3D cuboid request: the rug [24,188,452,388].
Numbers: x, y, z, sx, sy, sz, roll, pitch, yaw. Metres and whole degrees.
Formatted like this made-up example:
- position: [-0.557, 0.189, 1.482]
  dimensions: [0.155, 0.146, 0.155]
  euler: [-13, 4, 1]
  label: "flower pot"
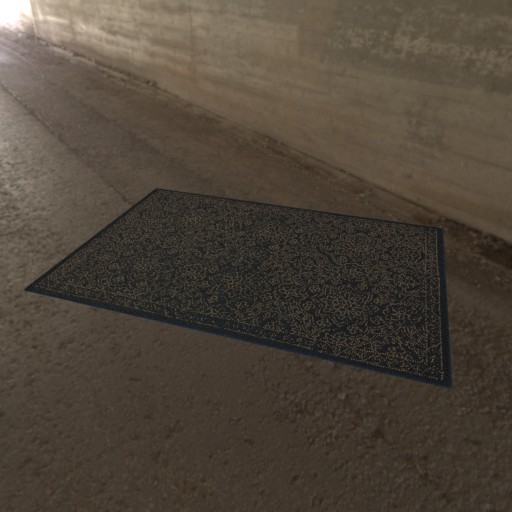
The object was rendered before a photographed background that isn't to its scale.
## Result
- position: [0.000, 0.000, 2.261]
  dimensions: [1.829, 0.010, 1.219]
  euler: [10, 33, 15]
  label: "rug"
